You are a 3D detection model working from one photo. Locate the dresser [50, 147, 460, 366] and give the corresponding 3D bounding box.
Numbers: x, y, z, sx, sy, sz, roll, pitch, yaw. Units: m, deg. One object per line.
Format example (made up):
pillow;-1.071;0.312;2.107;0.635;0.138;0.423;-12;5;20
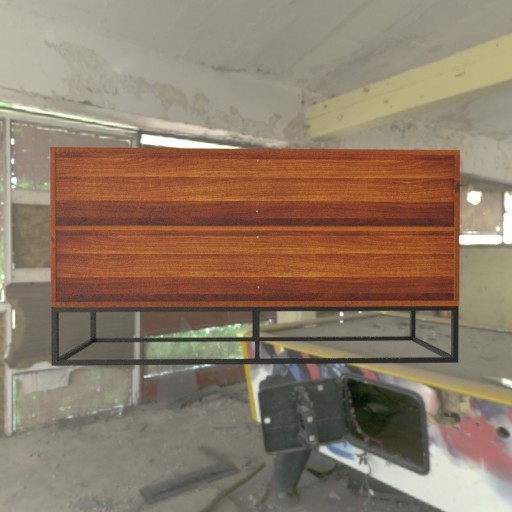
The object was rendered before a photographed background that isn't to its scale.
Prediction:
dresser;0.000;0.000;1.895;1.536;0.810;0.464;0;1;-2
